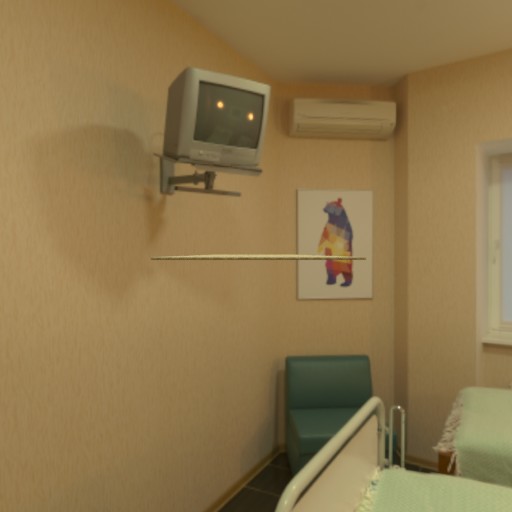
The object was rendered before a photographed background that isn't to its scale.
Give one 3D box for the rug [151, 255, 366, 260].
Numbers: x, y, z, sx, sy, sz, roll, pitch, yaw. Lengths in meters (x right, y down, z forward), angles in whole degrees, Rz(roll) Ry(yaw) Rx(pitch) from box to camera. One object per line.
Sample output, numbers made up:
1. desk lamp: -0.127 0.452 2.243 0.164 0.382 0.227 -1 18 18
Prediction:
1. rug: 0.000 0.000 2.512 0.676 0.008 2.277 0 0 0
